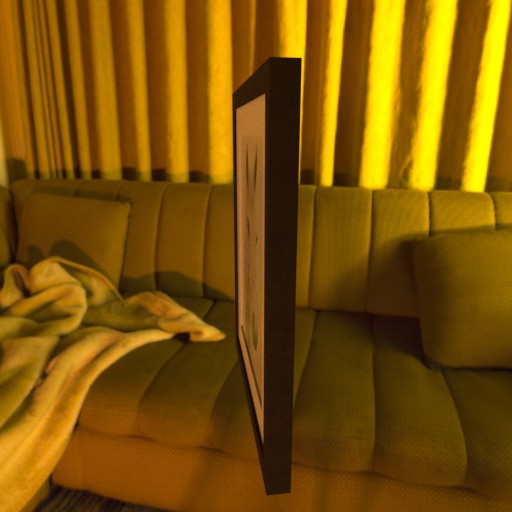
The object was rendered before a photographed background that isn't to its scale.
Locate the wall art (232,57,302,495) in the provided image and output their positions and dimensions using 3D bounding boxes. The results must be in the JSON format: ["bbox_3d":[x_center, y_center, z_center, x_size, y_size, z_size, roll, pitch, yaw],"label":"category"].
[{"bbox_3d":[0.000,0.000,0.751,0.034,0.552,0.455,-2,16,-8],"label":"wall art"}]
